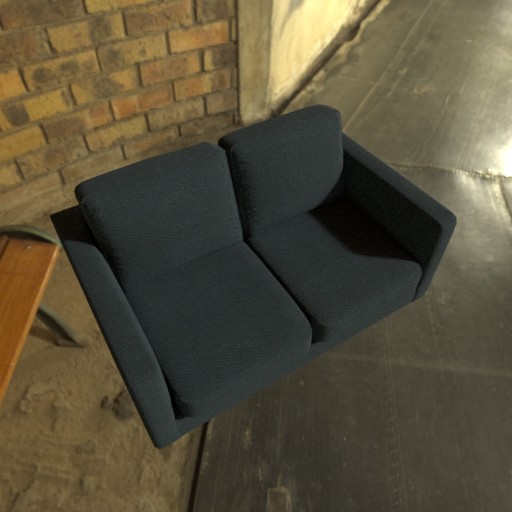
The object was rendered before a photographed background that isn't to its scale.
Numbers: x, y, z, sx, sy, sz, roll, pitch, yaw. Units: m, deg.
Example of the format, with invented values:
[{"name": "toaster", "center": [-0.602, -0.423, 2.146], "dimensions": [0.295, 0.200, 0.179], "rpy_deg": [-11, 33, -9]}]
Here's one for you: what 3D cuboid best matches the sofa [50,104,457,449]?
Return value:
[{"name": "sofa", "center": [0.000, 0.000, 2.097], "dimensions": [1.518, 0.930, 0.999], "rpy_deg": [-24, 52, -21]}]
